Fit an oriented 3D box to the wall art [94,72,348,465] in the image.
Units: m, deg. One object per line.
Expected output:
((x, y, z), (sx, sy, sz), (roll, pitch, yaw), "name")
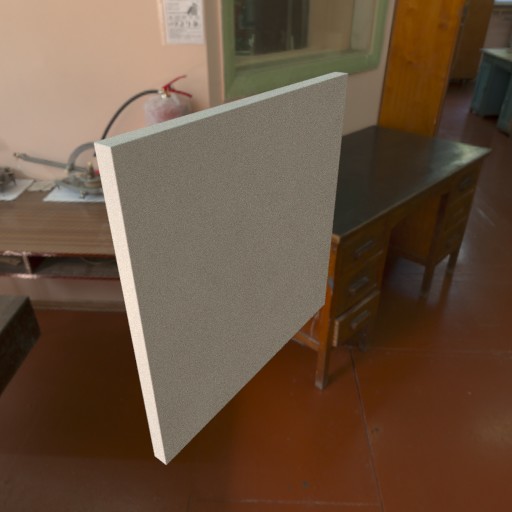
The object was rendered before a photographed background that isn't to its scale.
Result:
((0.000, 0.000, 1.111), (0.040, 0.762, 0.762), (21, 37, 30), "wall art")
